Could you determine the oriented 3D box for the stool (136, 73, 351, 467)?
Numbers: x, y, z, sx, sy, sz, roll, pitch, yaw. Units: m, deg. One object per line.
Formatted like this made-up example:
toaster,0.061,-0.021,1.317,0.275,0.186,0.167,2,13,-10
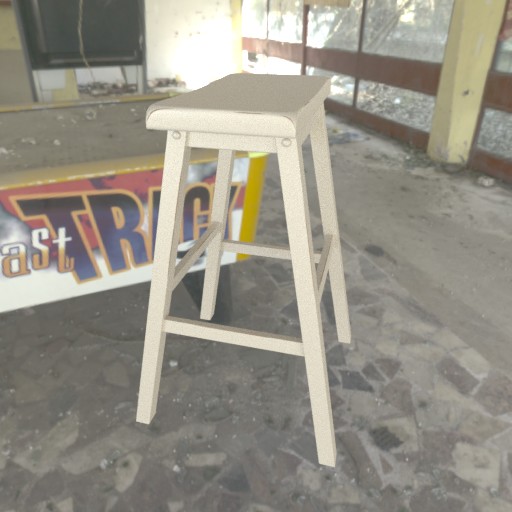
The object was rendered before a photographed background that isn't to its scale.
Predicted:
stool,0.000,0.000,1.030,0.476,0.737,0.457,7,30,13
